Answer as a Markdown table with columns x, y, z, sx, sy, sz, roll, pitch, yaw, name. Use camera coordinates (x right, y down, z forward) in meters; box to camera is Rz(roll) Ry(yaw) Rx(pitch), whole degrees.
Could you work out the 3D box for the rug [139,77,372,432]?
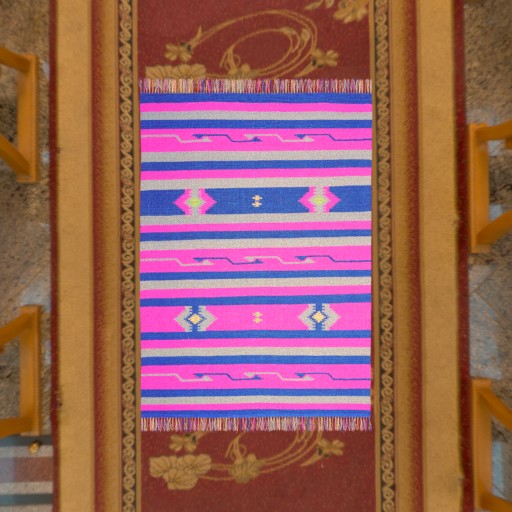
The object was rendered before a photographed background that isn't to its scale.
| x | y | z | sx | sy | sz | roll | pitch | yaw | name |
| --- | --- | --- | --- | --- | --- | --- | --- | --- | --- |
| 0.000 | 0.000 | 2.923 | 1.539 | 0.013 | 2.350 | 0 | 91 | 0 | rug |
